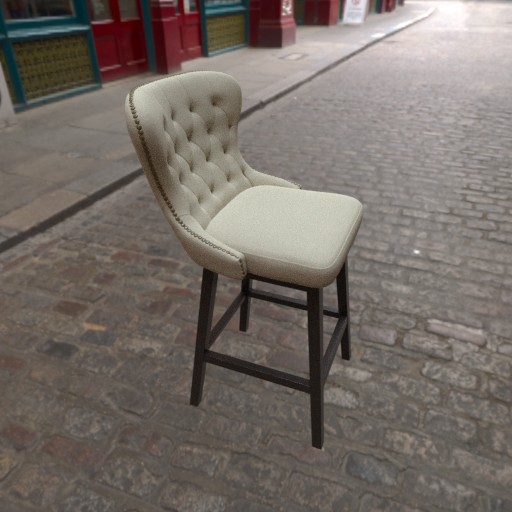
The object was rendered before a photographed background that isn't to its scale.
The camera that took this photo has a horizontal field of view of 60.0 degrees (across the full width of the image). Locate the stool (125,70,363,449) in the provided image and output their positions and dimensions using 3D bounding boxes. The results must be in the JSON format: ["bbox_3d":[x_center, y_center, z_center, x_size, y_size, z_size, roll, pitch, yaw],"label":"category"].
[{"bbox_3d":[0.000,0.000,1.330,0.593,0.971,0.528,12,33,19],"label":"stool"}]
